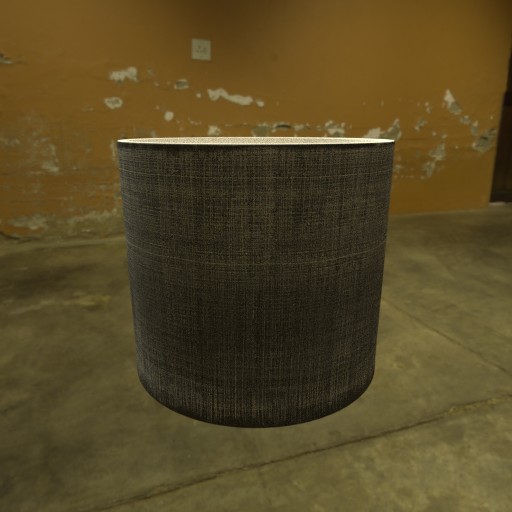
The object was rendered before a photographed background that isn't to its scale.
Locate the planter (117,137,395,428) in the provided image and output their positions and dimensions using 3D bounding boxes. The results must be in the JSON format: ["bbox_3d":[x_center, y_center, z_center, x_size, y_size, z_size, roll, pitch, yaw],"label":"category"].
[{"bbox_3d":[0.000,0.000,0.395,0.221,0.201,0.221,0,16,0],"label":"planter"}]
